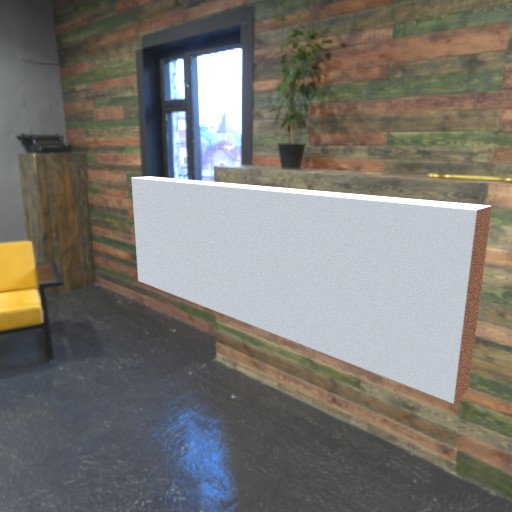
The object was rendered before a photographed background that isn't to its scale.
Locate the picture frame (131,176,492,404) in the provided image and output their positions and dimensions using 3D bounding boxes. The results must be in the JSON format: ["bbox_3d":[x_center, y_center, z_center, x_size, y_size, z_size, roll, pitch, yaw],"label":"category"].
[{"bbox_3d":[0.000,0.000,0.812,0.759,0.250,0.050,13,19,43],"label":"picture frame"}]
